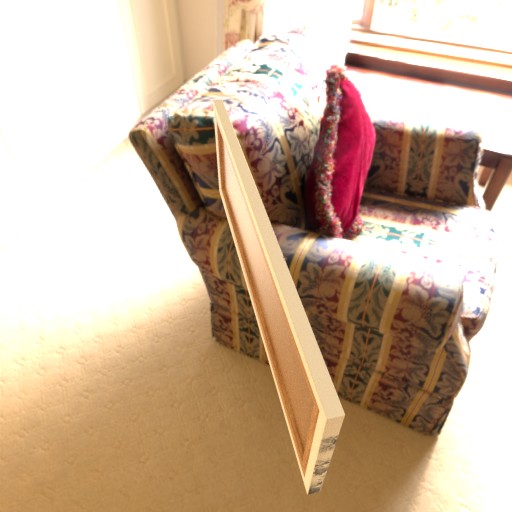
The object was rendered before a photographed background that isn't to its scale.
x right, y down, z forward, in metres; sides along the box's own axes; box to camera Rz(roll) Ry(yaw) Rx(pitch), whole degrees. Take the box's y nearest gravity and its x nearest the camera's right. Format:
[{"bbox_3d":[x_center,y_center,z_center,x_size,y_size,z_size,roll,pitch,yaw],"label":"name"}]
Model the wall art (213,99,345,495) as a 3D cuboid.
[{"bbox_3d":[0.000,0.000,1.657,0.044,0.507,1.520,-9,46,-9],"label":"wall art"}]
